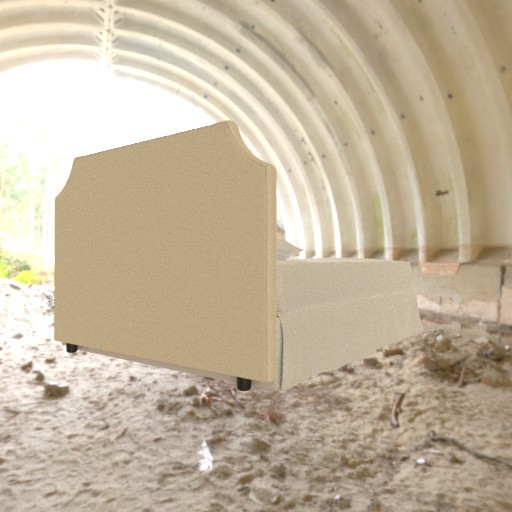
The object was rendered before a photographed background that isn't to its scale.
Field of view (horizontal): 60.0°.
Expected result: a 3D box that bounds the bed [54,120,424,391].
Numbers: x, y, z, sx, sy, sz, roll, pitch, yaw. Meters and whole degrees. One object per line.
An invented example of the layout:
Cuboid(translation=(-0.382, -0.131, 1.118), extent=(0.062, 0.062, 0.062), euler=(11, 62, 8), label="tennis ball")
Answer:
Cuboid(translation=(0.000, 0.000, 4.192), extent=(2.350, 1.590, 2.773), euler=(0, -1, 36), label="bed")
